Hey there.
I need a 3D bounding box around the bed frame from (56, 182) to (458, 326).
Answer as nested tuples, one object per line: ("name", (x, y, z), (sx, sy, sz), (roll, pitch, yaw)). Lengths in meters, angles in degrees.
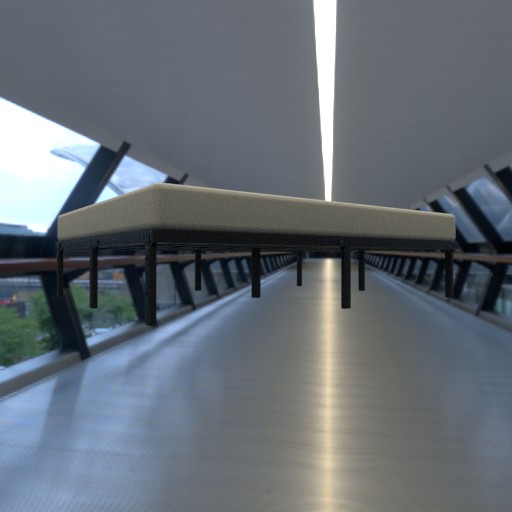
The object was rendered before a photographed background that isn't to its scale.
("bed frame", (0.000, 0.000, 3.614), (2.635, 0.680, 1.990), (0, 0, -36))
